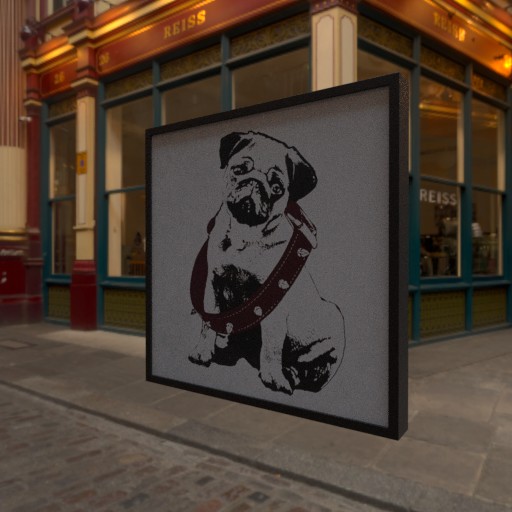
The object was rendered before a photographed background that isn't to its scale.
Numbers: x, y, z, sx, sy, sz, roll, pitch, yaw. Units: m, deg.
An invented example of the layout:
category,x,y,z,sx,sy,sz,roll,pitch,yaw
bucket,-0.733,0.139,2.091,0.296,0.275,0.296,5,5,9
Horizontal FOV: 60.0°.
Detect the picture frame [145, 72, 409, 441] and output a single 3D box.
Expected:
category,x,y,z,sx,sy,sz,roll,pitch,yaw
picture frame,0.000,0.000,0.482,0.317,0.317,0.030,0,1,34
